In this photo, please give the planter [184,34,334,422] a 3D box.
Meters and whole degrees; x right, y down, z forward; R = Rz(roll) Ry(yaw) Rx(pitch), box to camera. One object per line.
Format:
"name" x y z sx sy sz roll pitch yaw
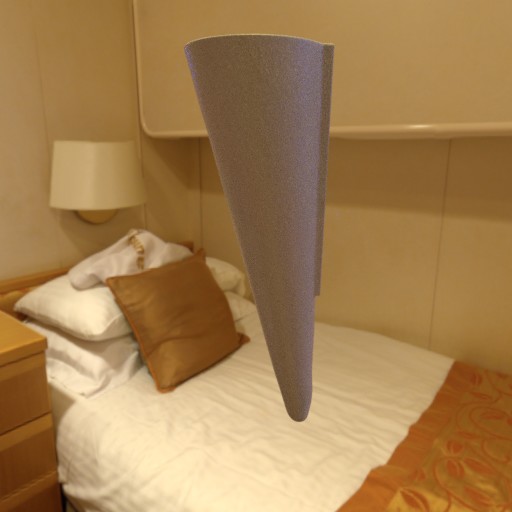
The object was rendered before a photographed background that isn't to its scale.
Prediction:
"planter" 0.000 0.000 0.222 0.064 0.191 0.057 -2 14 -7
